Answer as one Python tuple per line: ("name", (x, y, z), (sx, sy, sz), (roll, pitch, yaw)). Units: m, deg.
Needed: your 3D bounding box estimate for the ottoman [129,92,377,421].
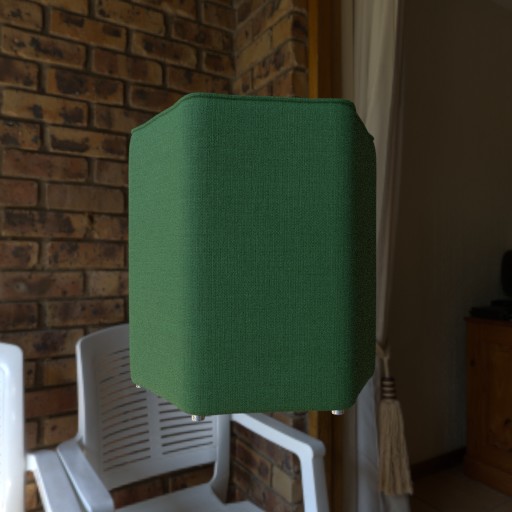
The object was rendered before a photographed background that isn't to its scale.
("ottoman", (0.000, 0.000, 0.890), (0.444, 0.507, 0.499), (1, -1, -37))
